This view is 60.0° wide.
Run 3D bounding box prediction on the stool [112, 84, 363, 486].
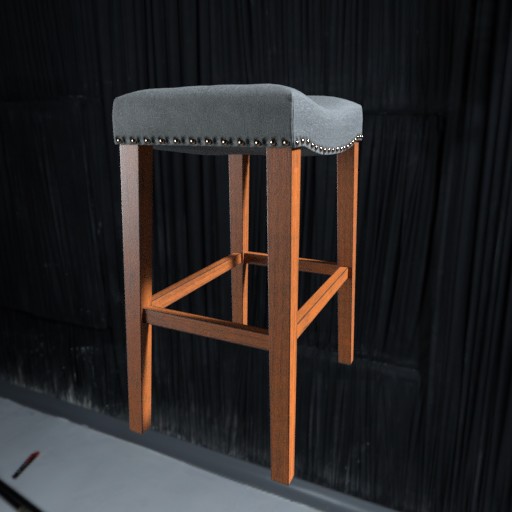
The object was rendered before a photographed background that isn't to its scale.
[{"bbox_3d":[0.000,0.000,0.876,0.320,0.612,0.439,7,18,24],"label":"stool"}]
